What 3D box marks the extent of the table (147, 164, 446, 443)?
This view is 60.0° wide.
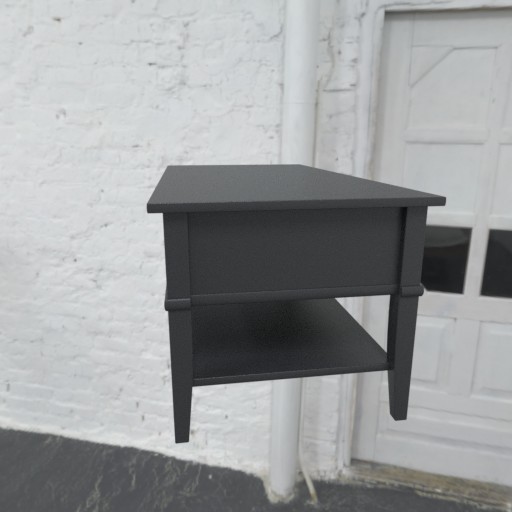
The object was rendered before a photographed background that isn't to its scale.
[{"bbox_3d":[0.000,0.000,1.309,0.523,0.470,1.044,-2,15,-9],"label":"table"}]
